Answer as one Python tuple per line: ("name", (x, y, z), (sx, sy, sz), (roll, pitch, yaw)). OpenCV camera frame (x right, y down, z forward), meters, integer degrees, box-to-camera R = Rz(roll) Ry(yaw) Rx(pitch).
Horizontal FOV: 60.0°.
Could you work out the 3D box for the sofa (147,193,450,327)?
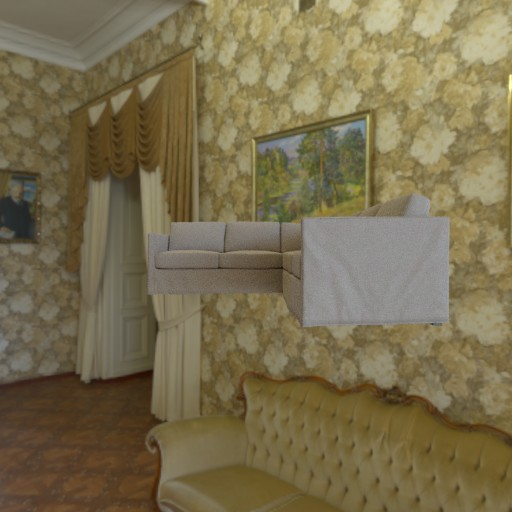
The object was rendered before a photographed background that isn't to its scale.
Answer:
("sofa", (0.000, 0.000, 4.330), (2.432, 0.871, 3.182), (0, 0, 0))
